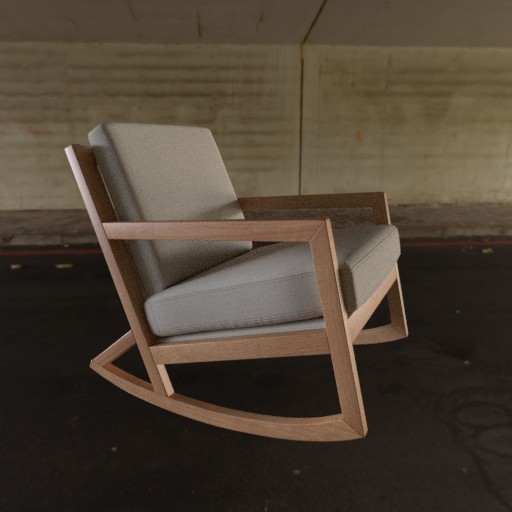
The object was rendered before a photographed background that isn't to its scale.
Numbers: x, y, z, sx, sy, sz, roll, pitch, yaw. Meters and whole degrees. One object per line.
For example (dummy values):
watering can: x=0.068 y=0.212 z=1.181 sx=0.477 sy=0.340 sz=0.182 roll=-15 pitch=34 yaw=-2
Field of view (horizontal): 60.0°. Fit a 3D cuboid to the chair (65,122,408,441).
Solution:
chair: x=0.000 y=0.000 z=1.368 sx=0.857 sy=0.790 sz=0.622 roll=7 pitch=16 yaw=26
